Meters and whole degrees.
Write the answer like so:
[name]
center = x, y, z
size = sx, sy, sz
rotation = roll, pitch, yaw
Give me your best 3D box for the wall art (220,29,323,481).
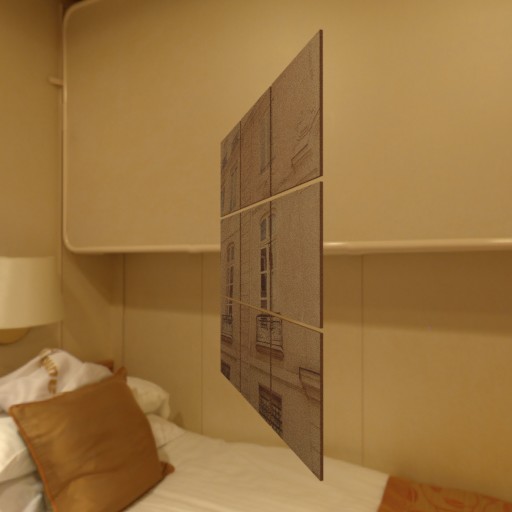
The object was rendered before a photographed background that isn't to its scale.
[wall art]
center = 0.000, 0.000, 2.224
size = 0.023, 1.522, 1.526
rotation = 0, 0, -17
